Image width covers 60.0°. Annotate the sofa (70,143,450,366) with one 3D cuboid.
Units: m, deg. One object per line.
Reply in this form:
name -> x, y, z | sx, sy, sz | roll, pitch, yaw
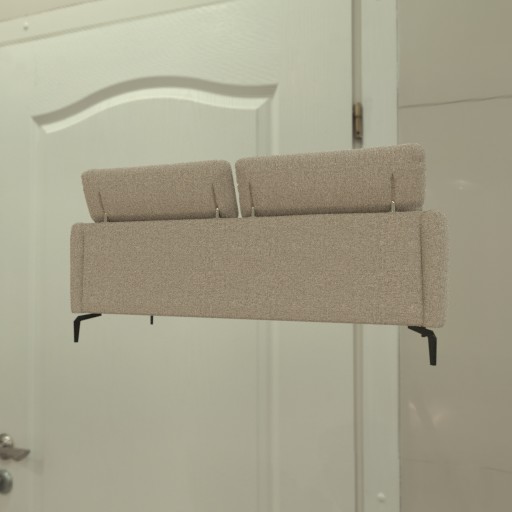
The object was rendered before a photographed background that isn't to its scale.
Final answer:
sofa -> 0.000, 0.000, 2.544 | 2.015, 0.956, 0.856 | 0, -1, 18
